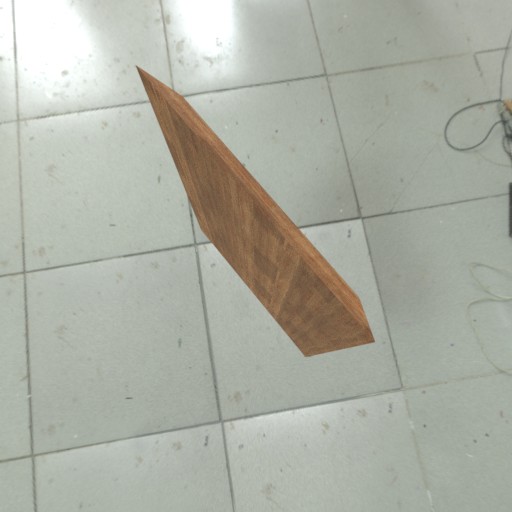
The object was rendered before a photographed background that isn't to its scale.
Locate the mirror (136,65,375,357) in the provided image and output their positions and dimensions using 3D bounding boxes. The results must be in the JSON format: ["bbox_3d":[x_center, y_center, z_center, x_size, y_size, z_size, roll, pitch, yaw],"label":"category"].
[{"bbox_3d":[0.000,0.000,1.251,0.047,1.010,0.651,-38,79,-9],"label":"mirror"}]
